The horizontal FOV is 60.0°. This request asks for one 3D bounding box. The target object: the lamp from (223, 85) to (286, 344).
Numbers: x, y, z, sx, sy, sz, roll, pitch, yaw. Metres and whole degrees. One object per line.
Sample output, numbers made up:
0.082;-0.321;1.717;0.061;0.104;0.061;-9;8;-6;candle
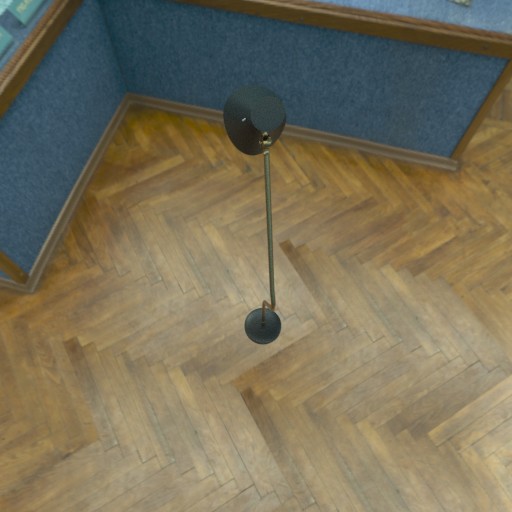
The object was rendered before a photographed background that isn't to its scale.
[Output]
0.000;0.000;1.624;0.277;1.438;0.467;16;65;8;lamp
